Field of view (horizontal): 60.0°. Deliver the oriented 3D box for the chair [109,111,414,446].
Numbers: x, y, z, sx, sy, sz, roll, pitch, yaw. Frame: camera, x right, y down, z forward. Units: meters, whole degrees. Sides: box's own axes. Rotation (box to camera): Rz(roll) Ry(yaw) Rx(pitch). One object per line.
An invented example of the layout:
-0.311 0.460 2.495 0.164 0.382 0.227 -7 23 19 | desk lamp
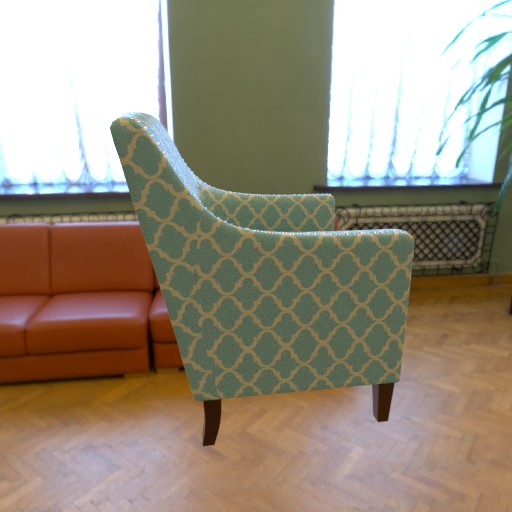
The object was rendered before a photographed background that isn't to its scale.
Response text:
0.000 0.000 1.323 0.686 0.817 0.617 -3 17 -9 | chair
